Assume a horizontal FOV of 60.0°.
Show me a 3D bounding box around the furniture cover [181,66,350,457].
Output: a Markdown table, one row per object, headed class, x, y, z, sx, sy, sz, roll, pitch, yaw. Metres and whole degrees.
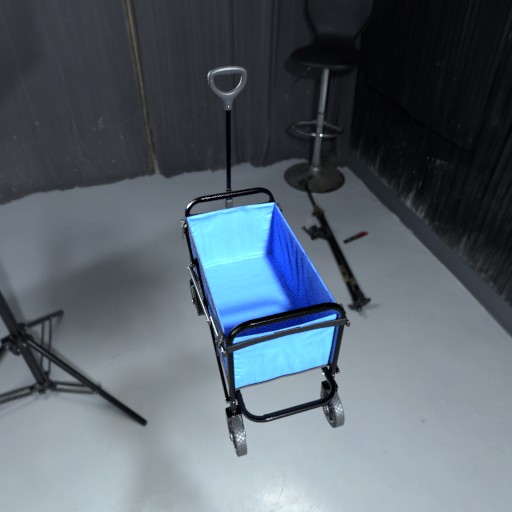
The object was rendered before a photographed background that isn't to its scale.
| class | x | y | z | sx | sy | sz | roll | pitch | yaw |
| --- | --- | --- | --- | --- | --- | --- | --- | --- | --- |
| furniture cover | 0.000 | 0.000 | 1.839 | 0.532 | 1.295 | 1.038 | -11 | 41 | -13 |
